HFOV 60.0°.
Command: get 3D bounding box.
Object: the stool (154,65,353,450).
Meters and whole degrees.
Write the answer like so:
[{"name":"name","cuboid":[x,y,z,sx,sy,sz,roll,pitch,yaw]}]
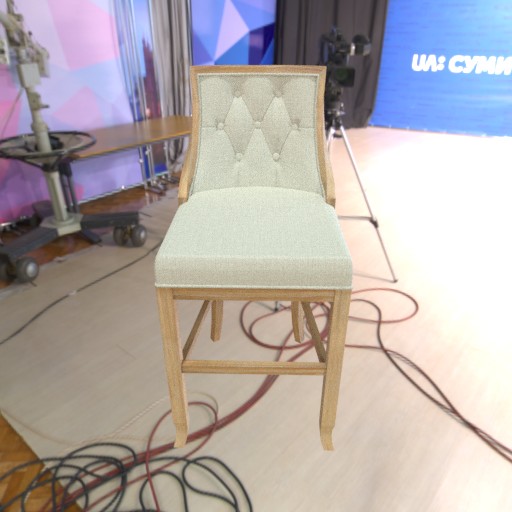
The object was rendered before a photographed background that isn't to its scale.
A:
[{"name":"stool","cuboid":[0.000,0.000,1.454,0.524,1.101,0.626,1,29,1]}]
